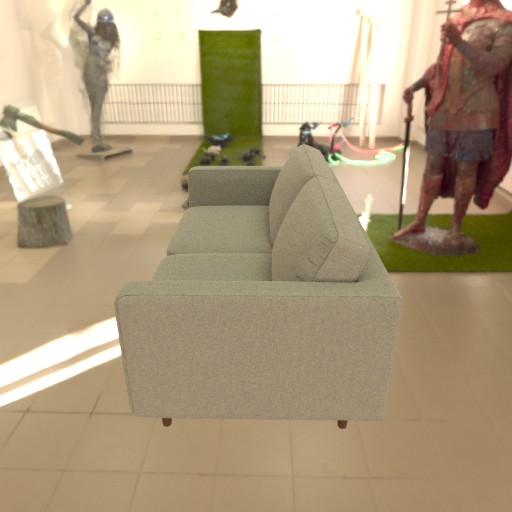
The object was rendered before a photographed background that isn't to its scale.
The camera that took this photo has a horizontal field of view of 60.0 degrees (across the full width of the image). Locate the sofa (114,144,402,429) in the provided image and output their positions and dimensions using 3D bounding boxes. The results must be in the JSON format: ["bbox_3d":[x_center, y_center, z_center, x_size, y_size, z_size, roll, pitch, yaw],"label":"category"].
[{"bbox_3d":[0.000,0.000,2.353,1.000,0.900,1.731,0,26,1],"label":"sofa"}]
